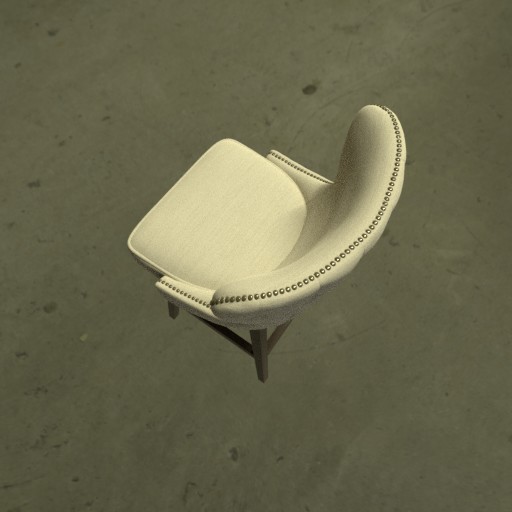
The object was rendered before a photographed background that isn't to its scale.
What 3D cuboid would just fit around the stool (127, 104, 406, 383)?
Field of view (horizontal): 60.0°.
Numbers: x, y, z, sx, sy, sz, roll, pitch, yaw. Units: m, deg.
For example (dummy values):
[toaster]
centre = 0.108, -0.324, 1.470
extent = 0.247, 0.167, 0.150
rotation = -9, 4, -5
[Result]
[stool]
centre = 0.000, 0.000, 1.348
extent = 0.597, 0.972, 0.615
rotation = 32, 69, 15
